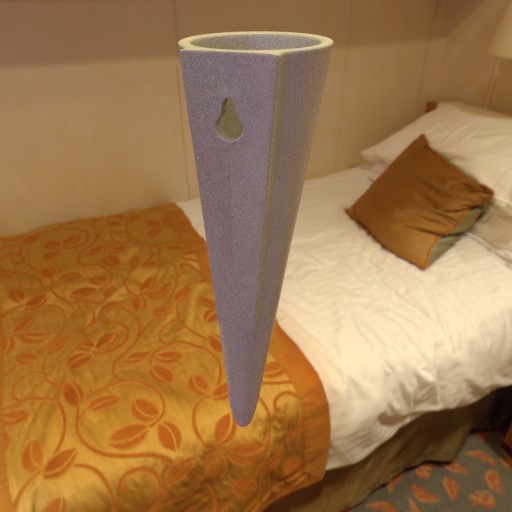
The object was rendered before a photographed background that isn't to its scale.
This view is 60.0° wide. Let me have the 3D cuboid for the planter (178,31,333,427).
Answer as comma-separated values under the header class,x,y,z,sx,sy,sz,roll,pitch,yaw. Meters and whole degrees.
class,x,y,z,sx,sy,sz,roll,pitch,yaw
planter,0.000,0.000,0.217,0.057,0.191,0.064,9,33,14
